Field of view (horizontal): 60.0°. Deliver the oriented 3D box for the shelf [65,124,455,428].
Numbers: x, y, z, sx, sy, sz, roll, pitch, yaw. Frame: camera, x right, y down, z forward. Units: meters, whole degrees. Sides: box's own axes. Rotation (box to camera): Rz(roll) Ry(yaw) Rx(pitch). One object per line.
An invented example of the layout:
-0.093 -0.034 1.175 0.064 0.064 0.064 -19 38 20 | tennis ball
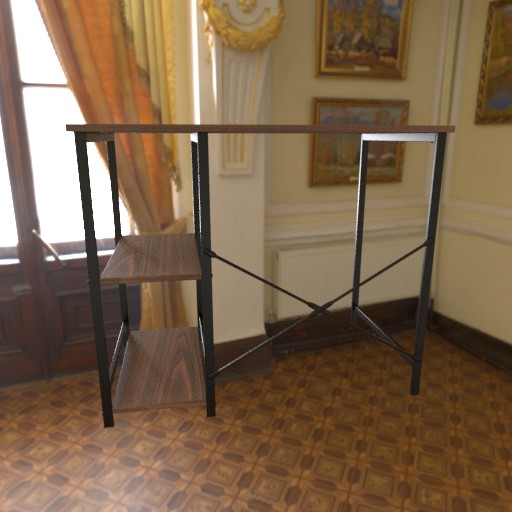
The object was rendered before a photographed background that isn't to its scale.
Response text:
0.000 0.000 1.340 0.902 0.750 0.498 -3 15 -10 | shelf
